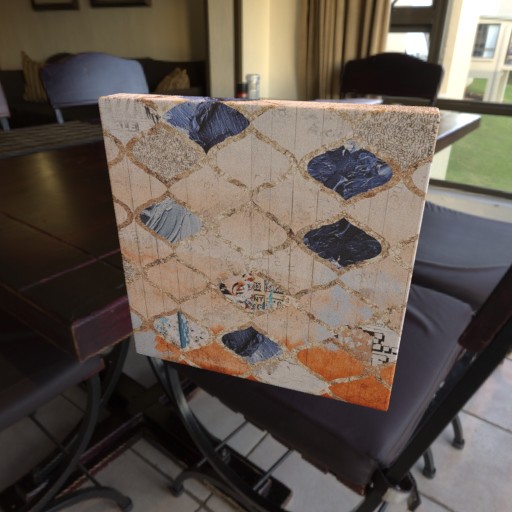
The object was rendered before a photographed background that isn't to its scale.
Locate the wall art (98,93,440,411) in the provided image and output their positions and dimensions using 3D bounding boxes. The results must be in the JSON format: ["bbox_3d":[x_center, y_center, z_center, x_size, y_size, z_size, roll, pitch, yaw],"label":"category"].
[{"bbox_3d":[0.000,0.000,0.457,0.303,0.304,0.036,8,28,16],"label":"wall art"}]
